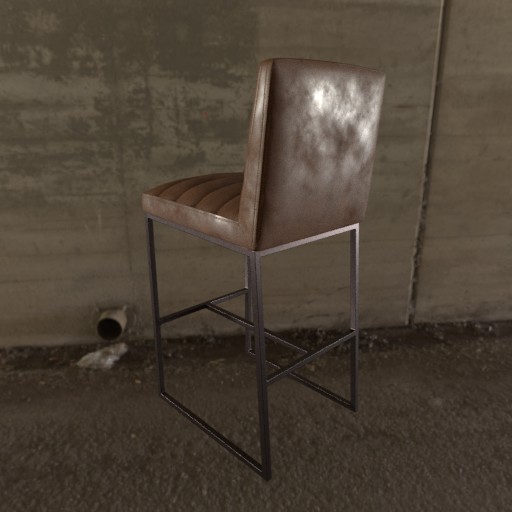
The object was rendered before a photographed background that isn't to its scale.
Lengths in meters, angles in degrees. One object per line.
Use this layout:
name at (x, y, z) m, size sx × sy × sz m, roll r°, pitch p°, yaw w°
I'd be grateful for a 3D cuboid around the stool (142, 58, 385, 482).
stool at (0.000, 0.000, 1.368) m, size 0.463 × 1.065 × 0.562 m, roll -16°, pitch 24°, yaw -42°
